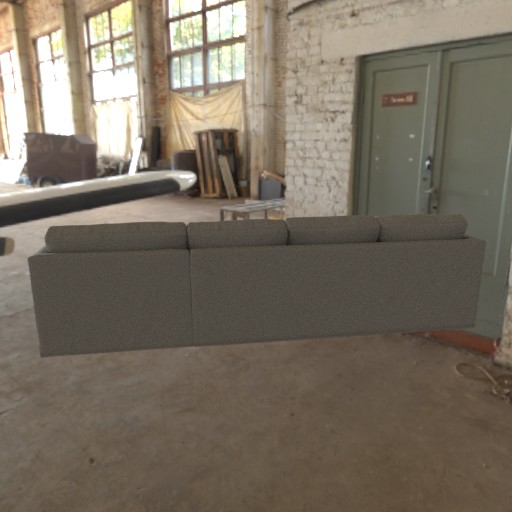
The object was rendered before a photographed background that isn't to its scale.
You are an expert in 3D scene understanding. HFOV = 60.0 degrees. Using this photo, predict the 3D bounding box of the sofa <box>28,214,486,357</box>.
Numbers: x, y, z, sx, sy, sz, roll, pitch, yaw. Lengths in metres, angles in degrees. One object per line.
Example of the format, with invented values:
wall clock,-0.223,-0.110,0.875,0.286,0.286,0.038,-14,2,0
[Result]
sofa,0.000,0.000,3.837,3.177,0.867,1.622,-2,14,-9
